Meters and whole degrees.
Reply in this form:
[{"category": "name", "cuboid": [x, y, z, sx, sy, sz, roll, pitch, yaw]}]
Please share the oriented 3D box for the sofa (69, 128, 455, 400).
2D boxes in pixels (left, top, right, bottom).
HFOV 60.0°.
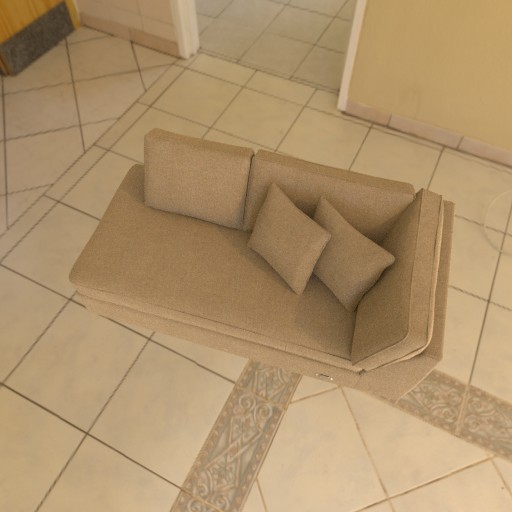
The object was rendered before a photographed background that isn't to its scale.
[{"category": "sofa", "cuboid": [0.000, 0.000, 2.872, 2.238, 1.019, 1.110, 14, 59, 9]}]
